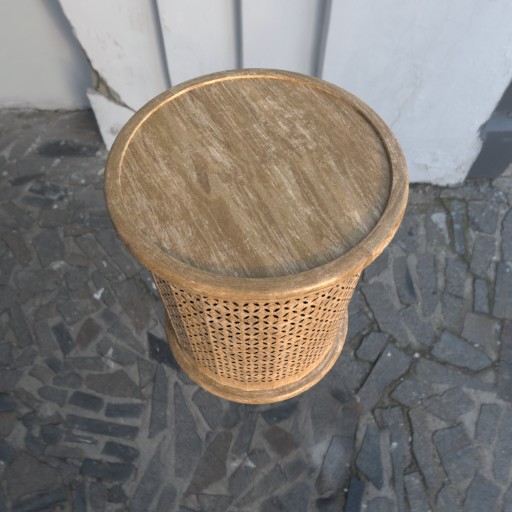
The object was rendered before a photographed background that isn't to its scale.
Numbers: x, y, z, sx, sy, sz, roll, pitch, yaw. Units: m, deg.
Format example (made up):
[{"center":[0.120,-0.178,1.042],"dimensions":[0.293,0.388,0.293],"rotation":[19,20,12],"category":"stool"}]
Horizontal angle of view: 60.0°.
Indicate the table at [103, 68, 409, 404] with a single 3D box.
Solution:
[{"center":[0.000,0.000,0.796],"dimensions":[0.407,0.482,0.407],"rotation":[0,58,0],"category":"table"}]
